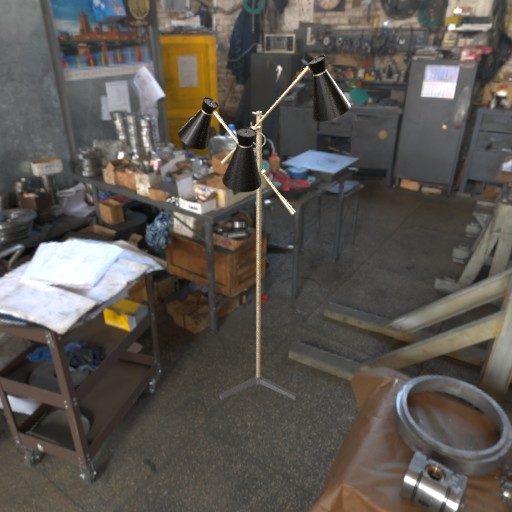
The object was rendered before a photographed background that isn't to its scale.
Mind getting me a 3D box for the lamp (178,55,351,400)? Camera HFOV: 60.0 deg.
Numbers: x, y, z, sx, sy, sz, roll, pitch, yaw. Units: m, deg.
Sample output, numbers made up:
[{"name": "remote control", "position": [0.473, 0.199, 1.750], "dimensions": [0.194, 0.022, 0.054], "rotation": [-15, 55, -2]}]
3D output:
[{"name": "lamp", "position": [0.000, 0.000, 2.168], "dimensions": [0.750, 1.804, 0.653], "rotation": [0, 28, 0]}]
